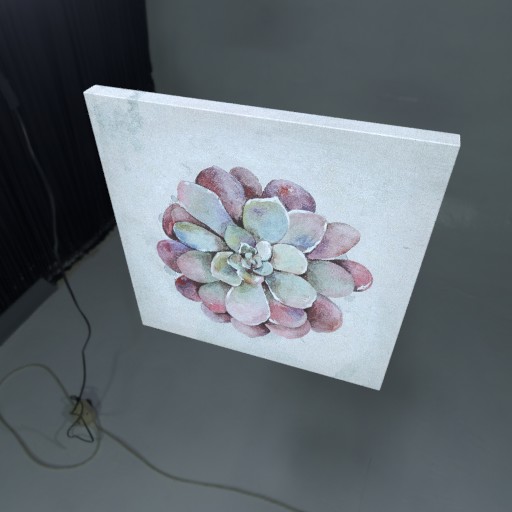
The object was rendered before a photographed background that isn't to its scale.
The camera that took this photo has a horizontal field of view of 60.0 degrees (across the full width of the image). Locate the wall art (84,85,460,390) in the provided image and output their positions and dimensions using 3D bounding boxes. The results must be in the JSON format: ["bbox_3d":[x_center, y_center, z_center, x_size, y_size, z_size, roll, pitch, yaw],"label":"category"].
[{"bbox_3d":[0.000,0.000,0.894,0.605,0.605,0.044,12,43,14],"label":"wall art"}]
